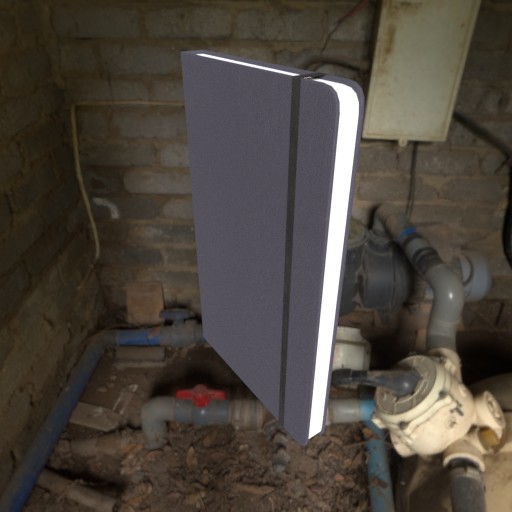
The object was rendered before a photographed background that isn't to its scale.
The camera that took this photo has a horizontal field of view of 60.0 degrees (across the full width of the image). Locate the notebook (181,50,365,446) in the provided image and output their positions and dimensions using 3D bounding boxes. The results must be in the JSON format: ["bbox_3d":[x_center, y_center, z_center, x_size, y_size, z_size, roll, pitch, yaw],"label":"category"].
[{"bbox_3d":[0.000,0.000,0.265,0.016,0.213,0.127,-20,37,-29],"label":"notebook"}]
